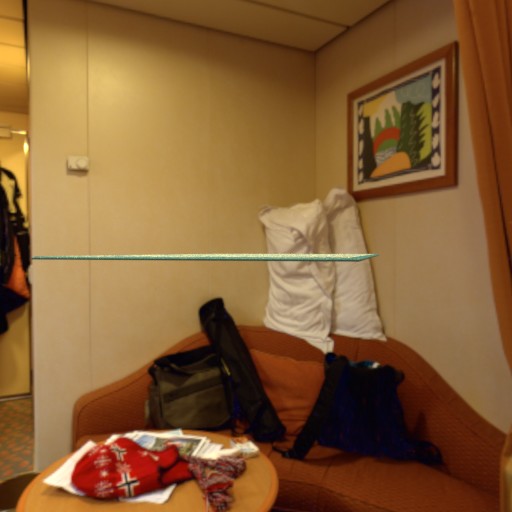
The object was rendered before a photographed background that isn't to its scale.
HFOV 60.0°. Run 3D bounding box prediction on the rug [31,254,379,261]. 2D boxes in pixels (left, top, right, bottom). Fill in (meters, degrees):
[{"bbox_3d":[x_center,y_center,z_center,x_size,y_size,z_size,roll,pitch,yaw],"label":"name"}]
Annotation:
[{"bbox_3d":[0.000,0.000,3.576,1.830,0.018,2.769,0,1,17],"label":"rug"}]
